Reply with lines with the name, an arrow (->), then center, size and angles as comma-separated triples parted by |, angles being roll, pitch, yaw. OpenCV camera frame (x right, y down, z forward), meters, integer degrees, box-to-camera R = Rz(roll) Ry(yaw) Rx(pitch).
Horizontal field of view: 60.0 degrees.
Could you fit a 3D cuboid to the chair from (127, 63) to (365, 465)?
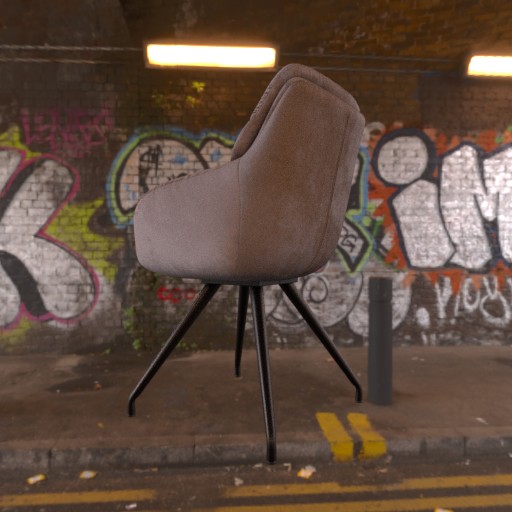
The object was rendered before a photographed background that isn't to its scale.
chair -> 0.000, 0.000, 1.271 | 0.569, 0.888, 0.579 | 0, 1, 36
